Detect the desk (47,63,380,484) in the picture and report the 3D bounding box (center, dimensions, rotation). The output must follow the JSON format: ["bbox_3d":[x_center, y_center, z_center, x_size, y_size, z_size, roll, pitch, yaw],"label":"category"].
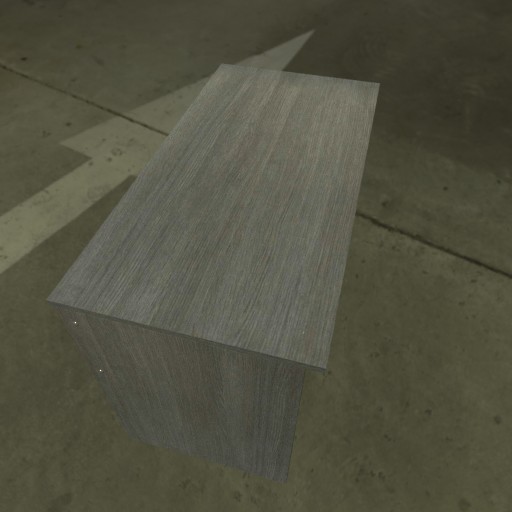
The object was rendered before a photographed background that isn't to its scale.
[{"bbox_3d":[0.000,0.000,1.453,0.560,0.730,1.096,12,49,10],"label":"desk"}]
